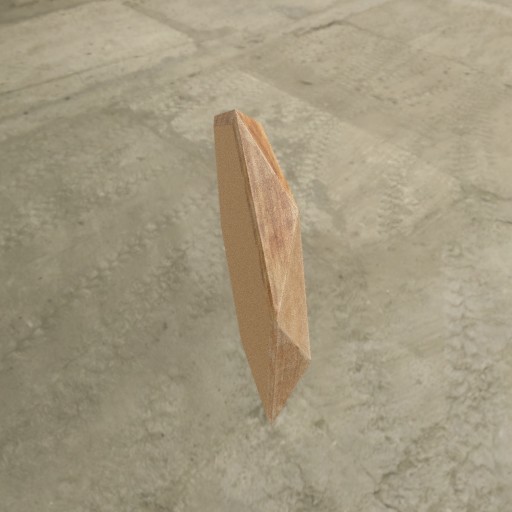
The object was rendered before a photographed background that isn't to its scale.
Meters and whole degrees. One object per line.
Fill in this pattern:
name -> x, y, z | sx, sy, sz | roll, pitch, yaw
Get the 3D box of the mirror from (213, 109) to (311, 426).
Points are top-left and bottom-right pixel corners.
mirror -> 0.000, 0.000, 1.081 | 0.091, 0.779, 0.675 | -9, 47, -8
